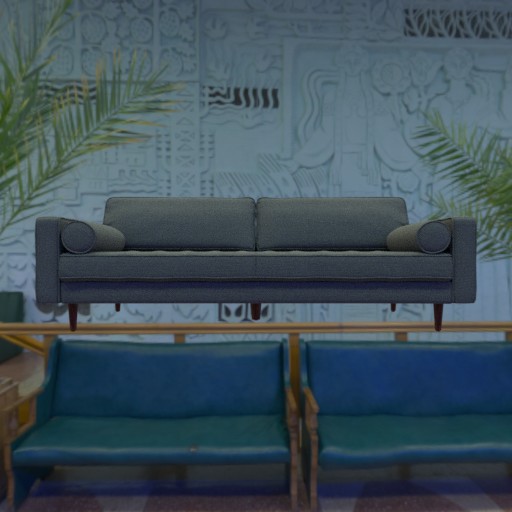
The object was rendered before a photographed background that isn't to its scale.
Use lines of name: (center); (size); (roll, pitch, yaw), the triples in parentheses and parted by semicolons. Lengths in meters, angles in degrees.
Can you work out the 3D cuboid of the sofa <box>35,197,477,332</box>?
sofa: (0.000, 0.000, 2.620); (2.198, 0.762, 0.914); (0, 1, 0)
